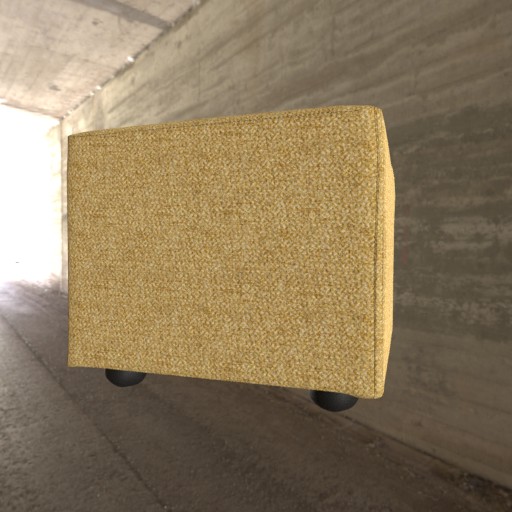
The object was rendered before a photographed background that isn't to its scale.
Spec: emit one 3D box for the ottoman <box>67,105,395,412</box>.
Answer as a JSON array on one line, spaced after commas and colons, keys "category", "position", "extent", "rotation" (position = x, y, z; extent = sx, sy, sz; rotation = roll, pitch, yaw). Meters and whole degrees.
[{"category": "ottoman", "position": [0.000, 0.000, 0.871], "extent": [0.512, 0.441, 0.505], "rotation": [0, 1, 18]}]
